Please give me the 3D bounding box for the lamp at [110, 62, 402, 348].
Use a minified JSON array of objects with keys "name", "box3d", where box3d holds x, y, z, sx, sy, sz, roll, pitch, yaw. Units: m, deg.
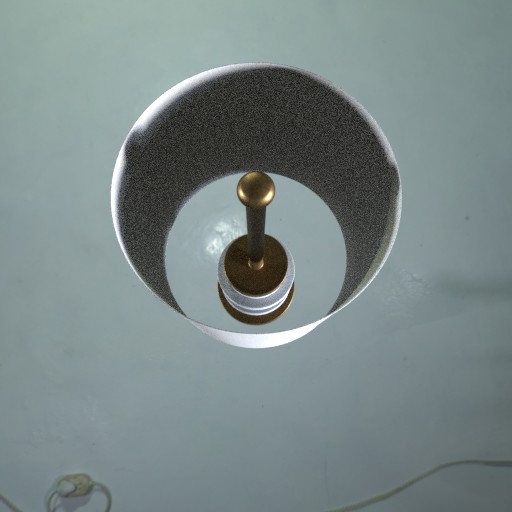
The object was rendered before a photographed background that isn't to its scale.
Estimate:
[{"name":"lamp","box3d":[0.000,0.000,0.514,0.210,0.410,0.210,-17,76,-4]}]
